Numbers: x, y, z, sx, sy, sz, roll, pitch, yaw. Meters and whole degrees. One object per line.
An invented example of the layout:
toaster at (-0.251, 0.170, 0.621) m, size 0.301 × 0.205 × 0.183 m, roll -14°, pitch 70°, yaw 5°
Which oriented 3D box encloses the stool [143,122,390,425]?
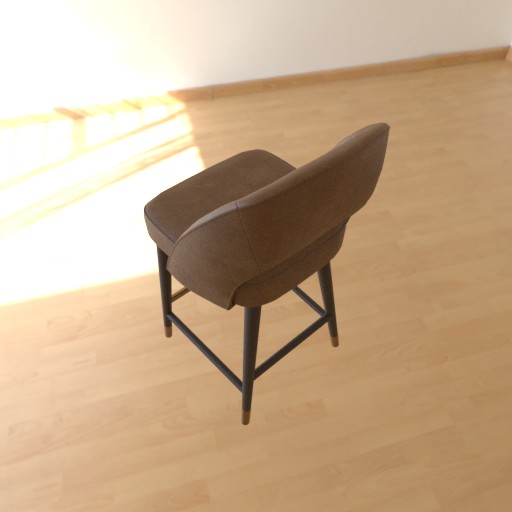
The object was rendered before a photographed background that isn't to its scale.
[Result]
stool at (0.000, 0.000, 1.256) m, size 0.494 × 0.940 × 0.509 m, roll -33°, pitch 55°, yaw -27°
